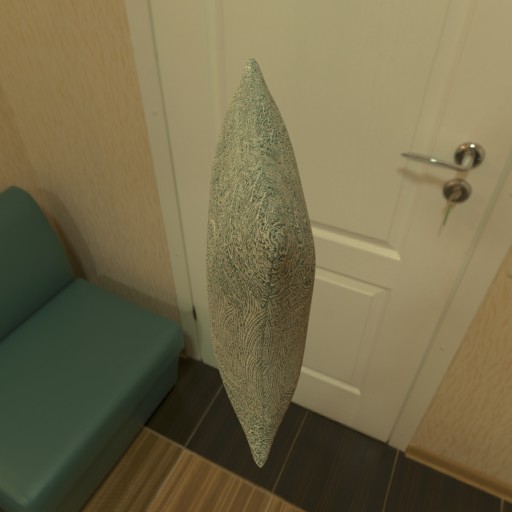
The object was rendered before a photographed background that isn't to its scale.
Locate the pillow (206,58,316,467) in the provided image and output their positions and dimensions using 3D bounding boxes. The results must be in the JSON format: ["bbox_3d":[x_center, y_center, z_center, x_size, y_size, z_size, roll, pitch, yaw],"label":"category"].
[{"bbox_3d":[0.000,0.000,0.782,0.166,0.507,0.526,-2,42,-2],"label":"pillow"}]
